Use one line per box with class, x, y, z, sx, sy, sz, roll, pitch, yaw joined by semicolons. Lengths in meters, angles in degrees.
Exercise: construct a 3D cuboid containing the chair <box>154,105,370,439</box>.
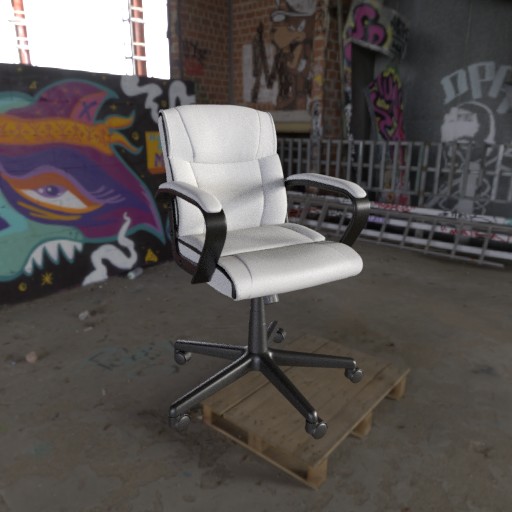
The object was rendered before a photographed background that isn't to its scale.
chair;0.000;0.000;1.511;0.739;1.004;0.717;-9;18;-28
